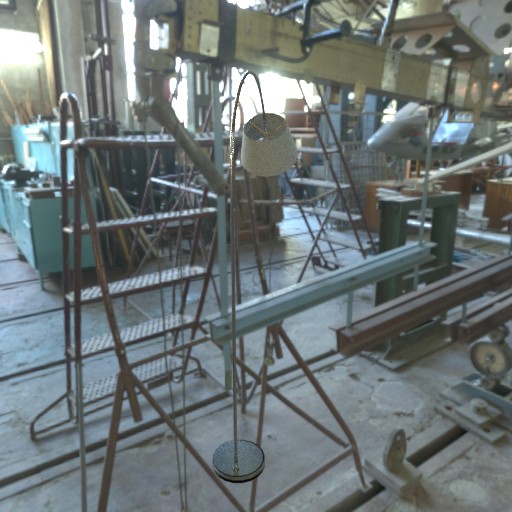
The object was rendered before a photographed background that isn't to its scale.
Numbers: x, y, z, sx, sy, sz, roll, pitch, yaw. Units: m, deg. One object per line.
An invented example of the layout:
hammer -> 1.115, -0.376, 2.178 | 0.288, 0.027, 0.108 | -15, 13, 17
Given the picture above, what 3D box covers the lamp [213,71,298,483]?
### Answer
lamp -> 0.000, 0.000, 2.745 | 0.406, 2.098, 1.445 | 3, 16, 9
